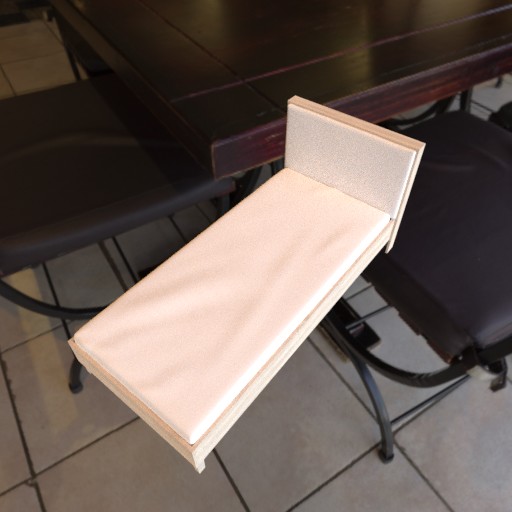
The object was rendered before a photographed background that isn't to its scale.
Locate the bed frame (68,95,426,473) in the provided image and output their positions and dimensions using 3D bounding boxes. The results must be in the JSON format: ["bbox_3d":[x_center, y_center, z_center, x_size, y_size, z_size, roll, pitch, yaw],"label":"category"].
[{"bbox_3d":[0.000,0.000,2.730,0.990,0.920,2.140,30,54,25],"label":"bed frame"}]
